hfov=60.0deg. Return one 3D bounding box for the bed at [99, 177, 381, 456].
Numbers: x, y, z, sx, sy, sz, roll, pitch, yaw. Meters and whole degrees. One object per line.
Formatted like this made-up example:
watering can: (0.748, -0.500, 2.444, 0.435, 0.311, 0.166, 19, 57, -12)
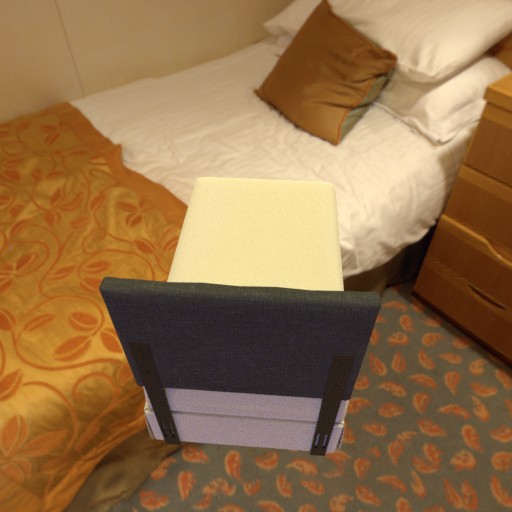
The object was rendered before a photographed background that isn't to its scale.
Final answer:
bed: (0.000, 0.000, 2.990, 1.261, 1.571, 1.997, 3, 46, 3)
